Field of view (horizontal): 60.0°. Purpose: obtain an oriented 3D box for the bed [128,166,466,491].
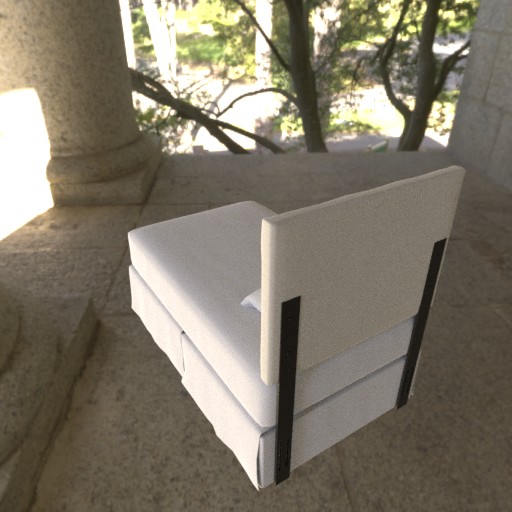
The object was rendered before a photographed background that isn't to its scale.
[{"bbox_3d":[0.000,0.000,2.947,1.261,1.571,1.997,-18,34,-28],"label":"bed"}]
